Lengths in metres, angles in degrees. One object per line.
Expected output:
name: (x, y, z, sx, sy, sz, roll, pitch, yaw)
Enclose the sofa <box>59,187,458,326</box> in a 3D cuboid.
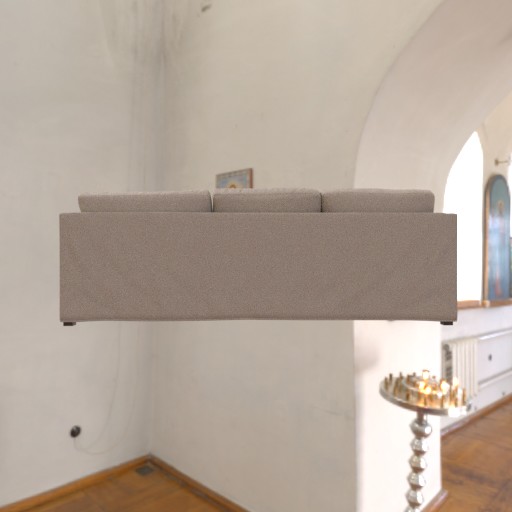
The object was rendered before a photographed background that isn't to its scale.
sofa: (0.000, 0.000, 4.246, 2.432, 0.871, 3.182, 0, 0, -1)
